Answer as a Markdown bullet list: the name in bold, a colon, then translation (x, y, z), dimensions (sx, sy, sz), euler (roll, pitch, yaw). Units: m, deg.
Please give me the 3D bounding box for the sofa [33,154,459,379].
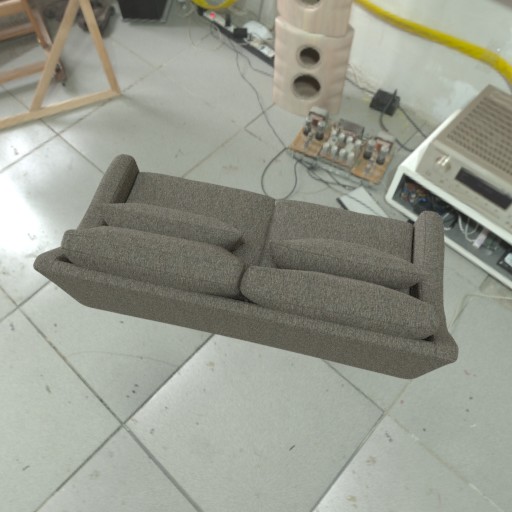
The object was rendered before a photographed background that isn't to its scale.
- **sofa**: translation (0.000, 0.000, 2.964), dimensions (2.418, 0.998, 1.103), euler (12, 62, 6)
